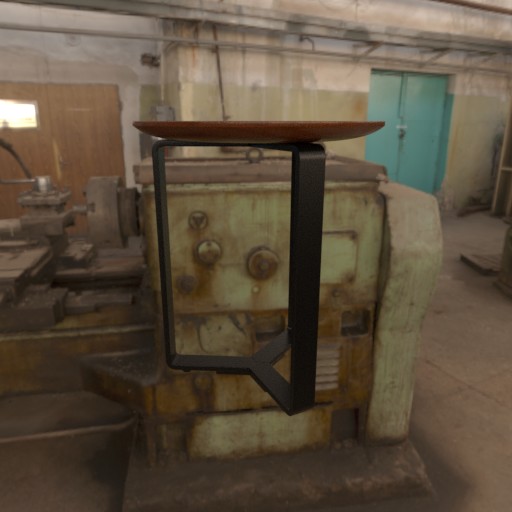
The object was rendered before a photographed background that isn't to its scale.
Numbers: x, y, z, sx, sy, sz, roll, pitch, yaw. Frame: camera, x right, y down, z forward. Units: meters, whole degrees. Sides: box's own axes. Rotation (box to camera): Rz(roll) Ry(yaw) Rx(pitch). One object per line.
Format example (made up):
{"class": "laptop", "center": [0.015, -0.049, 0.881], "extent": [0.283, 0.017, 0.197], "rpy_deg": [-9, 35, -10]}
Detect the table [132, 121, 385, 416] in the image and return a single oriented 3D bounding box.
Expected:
{"class": "table", "center": [0.000, 0.000, 0.773], "extent": [0.380, 0.450, 0.410], "rpy_deg": [-8, 19, -25]}
